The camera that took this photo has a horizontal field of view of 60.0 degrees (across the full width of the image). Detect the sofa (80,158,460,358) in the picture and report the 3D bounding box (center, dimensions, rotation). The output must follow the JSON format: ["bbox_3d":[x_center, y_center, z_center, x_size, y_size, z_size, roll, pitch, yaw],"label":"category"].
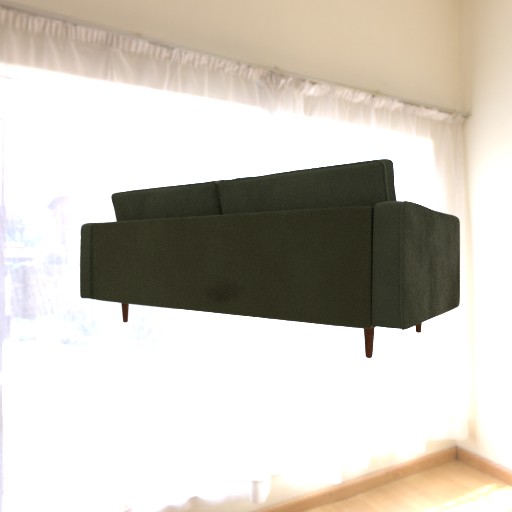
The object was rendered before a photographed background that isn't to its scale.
[{"bbox_3d":[0.000,0.000,2.370,1.880,0.772,0.916,0,1,36],"label":"sofa"}]
